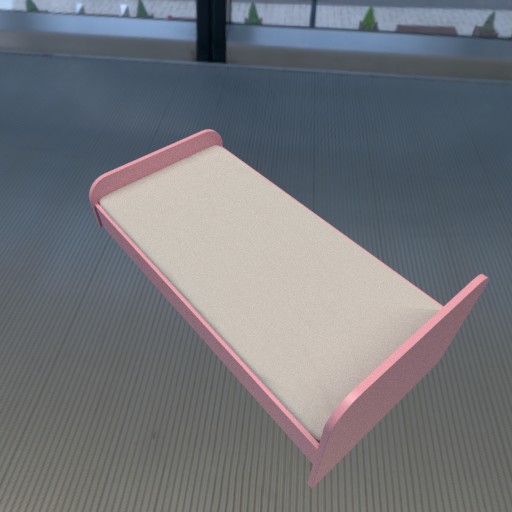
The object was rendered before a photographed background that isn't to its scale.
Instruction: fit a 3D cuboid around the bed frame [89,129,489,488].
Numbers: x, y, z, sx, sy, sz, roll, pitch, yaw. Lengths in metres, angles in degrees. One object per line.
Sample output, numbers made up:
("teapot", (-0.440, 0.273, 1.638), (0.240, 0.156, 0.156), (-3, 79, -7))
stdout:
("bed frame", (0.000, 0.000, 2.446), (0.998, 0.805, 1.963), (-32, 55, -26))
